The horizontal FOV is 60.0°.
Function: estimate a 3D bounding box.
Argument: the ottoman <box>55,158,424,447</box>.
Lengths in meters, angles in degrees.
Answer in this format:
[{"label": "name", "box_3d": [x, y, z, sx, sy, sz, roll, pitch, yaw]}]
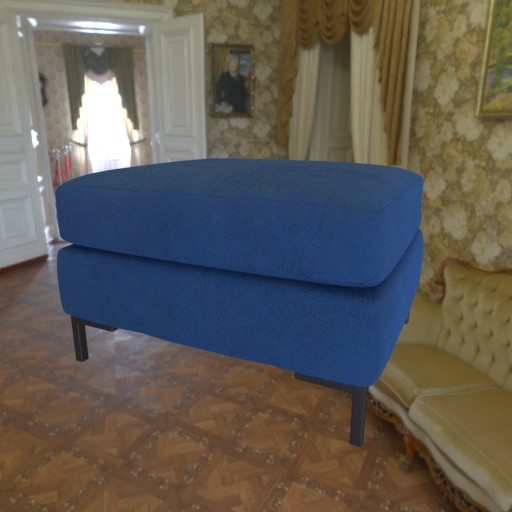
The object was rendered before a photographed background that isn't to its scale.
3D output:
[{"label": "ottoman", "box_3d": [0.000, 0.000, 1.177, 0.794, 0.485, 0.655, 8, 18, 25]}]
